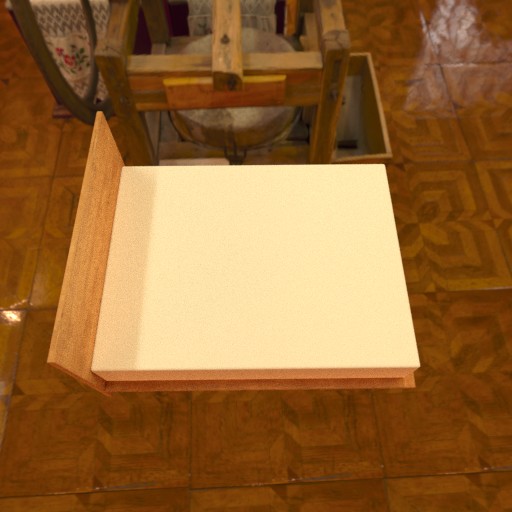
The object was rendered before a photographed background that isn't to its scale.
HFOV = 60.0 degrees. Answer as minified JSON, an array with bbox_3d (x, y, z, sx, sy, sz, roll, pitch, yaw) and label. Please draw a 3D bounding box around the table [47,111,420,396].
[{"bbox_3d":[0.000,0.000,3.104,2.149,1.041,1.707,-1,63,0],"label":"table"}]
